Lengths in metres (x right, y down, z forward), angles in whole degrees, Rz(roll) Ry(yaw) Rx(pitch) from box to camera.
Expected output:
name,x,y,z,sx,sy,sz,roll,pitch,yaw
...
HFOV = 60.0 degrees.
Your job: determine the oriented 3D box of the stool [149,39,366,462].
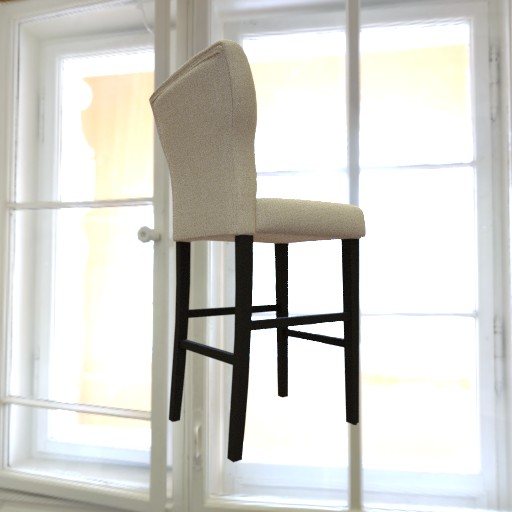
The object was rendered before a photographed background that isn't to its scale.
name,x,y,z,sx,sy,sz,roll,pitch,yaw
stool,0.000,0.000,1.495,0.603,1.124,0.516,1,-2,-36
